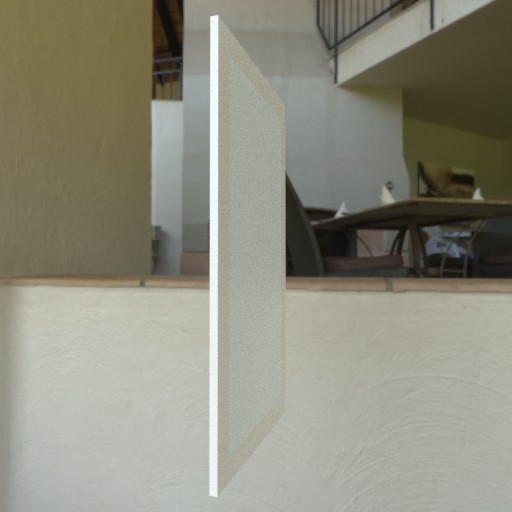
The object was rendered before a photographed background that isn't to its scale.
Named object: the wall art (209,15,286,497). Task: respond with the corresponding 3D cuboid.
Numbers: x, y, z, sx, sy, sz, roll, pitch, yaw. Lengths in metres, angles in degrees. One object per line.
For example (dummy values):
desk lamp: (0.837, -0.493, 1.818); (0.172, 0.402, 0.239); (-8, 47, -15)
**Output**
wall art: (0.000, 0.000, 0.809); (0.013, 0.683, 0.380); (0, -1, 18)
